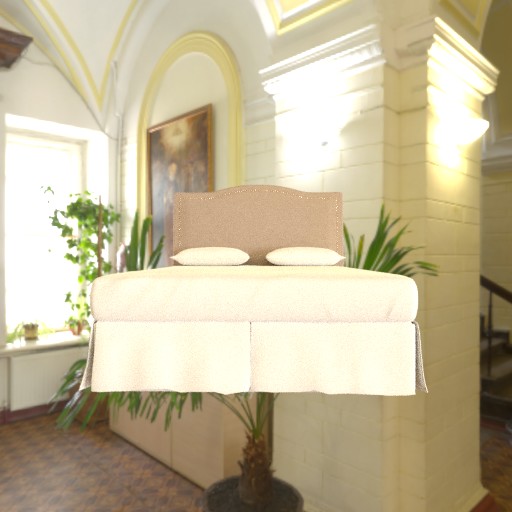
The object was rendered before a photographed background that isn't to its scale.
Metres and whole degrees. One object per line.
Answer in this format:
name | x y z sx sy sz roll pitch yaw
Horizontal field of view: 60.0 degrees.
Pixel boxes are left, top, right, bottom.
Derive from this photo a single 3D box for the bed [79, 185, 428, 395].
bed | 0.000 0.000 3.396 1.821 1.436 2.282 0 0 1
